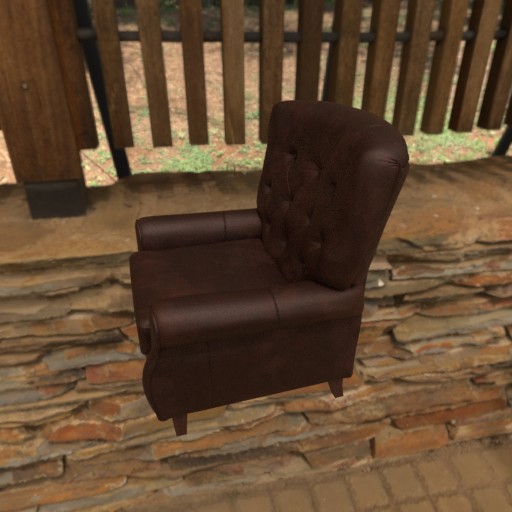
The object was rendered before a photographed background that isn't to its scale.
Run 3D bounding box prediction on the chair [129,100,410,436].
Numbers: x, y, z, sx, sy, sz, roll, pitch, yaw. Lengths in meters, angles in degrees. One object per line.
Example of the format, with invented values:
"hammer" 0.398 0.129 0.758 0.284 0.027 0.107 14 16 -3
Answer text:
"chair" 0.000 0.000 1.882 1.058 1.158 0.948 -8 30 -15
